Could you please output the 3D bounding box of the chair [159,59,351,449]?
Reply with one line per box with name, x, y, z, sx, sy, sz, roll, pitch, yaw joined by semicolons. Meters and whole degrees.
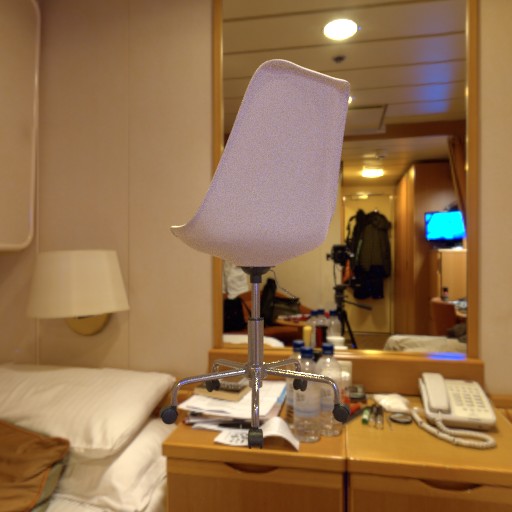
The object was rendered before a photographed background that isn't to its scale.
chair;0.000;0.000;1.322;0.550;0.930;0.550;0;0;-36
